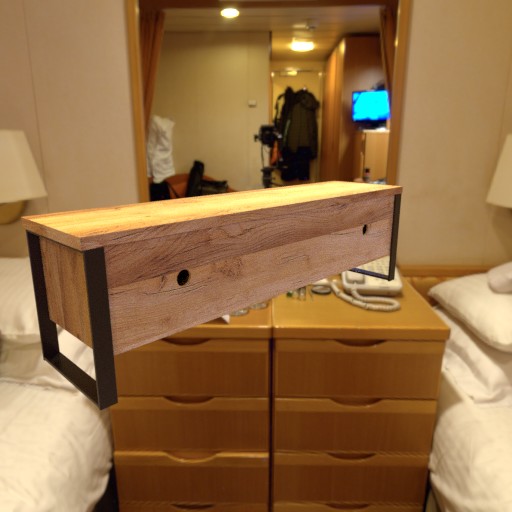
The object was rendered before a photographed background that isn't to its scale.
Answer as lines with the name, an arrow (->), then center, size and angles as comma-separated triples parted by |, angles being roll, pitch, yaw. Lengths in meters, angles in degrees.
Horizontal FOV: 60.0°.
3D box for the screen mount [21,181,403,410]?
screen mount -> 0.000, 0.000, 1.712 | 0.395, 0.450, 1.524 | 14, 21, 43
